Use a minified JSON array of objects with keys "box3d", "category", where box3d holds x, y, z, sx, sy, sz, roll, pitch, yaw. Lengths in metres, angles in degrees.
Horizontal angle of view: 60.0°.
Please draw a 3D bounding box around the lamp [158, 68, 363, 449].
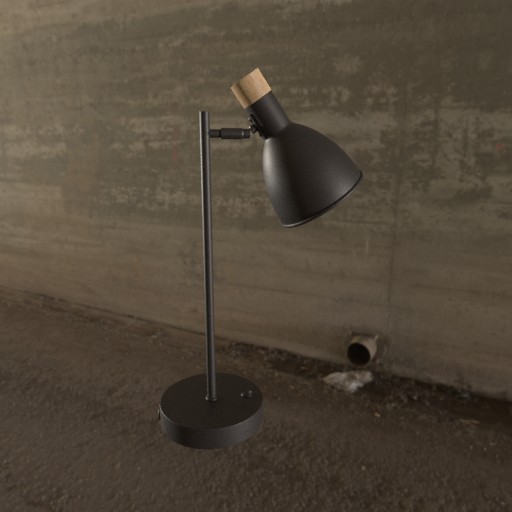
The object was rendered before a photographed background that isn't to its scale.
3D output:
[{"box3d":[0.000,0.000,0.612,0.287,0.483,0.152,-2,14,-10],"category":"lamp"}]
